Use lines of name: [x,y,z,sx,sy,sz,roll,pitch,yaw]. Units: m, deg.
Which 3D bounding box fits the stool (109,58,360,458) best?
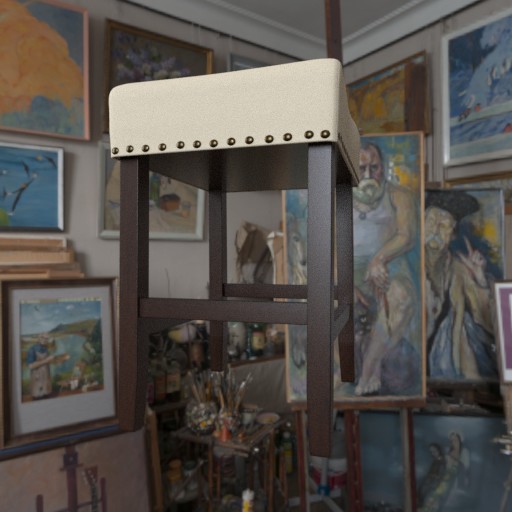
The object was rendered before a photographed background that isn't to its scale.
stool: [0.000,0.000,0.929,0.401,0.609,0.471,0,0,17]
